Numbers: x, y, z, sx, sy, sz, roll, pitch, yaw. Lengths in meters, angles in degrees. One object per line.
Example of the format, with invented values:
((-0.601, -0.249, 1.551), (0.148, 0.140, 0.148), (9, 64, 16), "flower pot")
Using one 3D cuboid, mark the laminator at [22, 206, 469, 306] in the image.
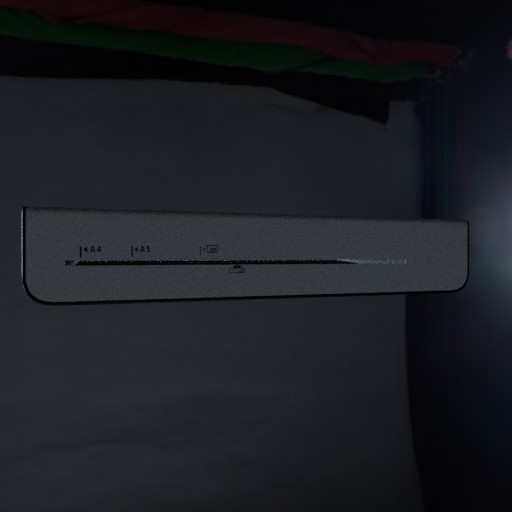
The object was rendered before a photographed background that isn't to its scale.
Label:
((0.000, 0.000, 0.381), (0.340, 0.062, 0.123), (0, 0, -18), "laminator")
